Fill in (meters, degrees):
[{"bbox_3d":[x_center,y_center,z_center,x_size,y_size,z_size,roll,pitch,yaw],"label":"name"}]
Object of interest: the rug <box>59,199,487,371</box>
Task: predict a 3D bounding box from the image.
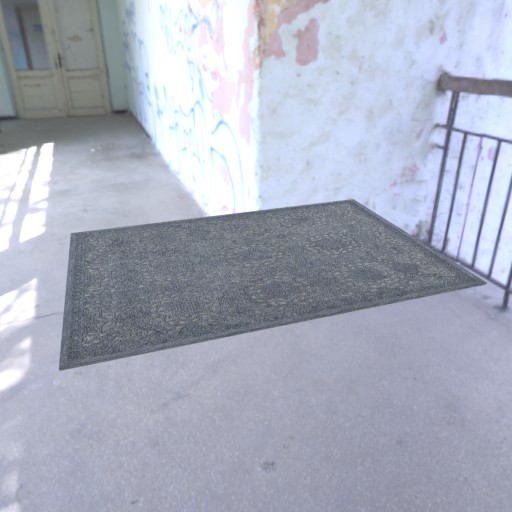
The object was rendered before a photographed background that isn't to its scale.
[{"bbox_3d":[0.000,0.000,2.276,1.819,0.012,1.208,-9,28,-17],"label":"rug"}]
